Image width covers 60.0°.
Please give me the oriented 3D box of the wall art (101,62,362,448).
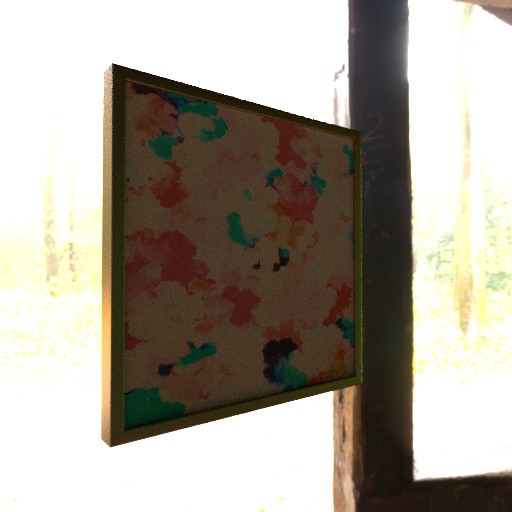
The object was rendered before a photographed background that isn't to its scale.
[{"bbox_3d":[0.000,0.000,0.754,0.510,0.509,0.037,1,-1,-38],"label":"wall art"}]
